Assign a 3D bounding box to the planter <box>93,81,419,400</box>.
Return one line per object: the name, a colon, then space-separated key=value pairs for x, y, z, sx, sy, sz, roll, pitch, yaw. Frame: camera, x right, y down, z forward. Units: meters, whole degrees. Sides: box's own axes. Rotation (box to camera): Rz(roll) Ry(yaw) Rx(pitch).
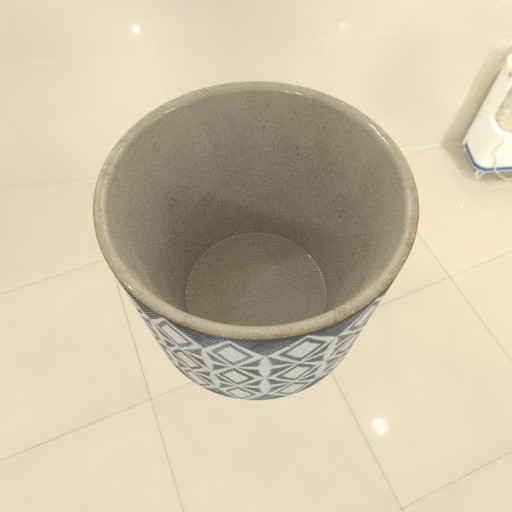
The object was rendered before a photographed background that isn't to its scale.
planter: x=0.000 y=0.000 z=0.335 sx=0.192 sy=0.165 sz=0.192 roll=0 pitch=59 yaw=0
